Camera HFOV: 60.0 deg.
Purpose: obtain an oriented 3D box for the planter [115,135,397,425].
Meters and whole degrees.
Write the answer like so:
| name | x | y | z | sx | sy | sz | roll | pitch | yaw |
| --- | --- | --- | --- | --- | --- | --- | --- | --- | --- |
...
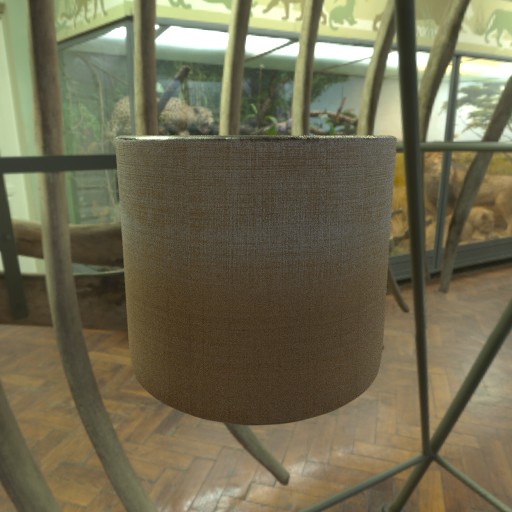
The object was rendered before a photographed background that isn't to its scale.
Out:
| name | x | y | z | sx | sy | sz | roll | pitch | yaw |
| --- | --- | --- | --- | --- | --- | --- | --- | --- | --- |
| planter | 0.000 | 0.000 | 0.382 | 0.221 | 0.201 | 0.221 | 0 | 15 | 0 |
